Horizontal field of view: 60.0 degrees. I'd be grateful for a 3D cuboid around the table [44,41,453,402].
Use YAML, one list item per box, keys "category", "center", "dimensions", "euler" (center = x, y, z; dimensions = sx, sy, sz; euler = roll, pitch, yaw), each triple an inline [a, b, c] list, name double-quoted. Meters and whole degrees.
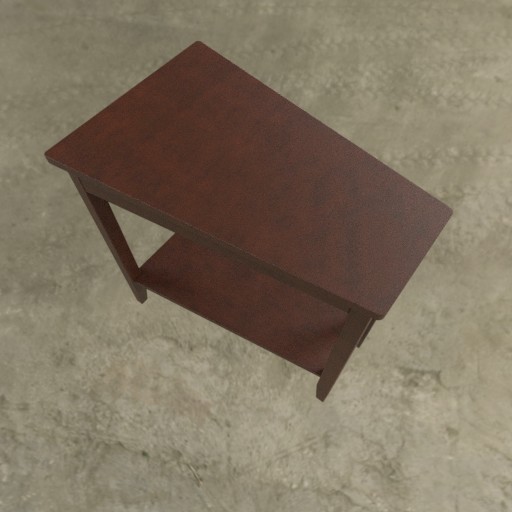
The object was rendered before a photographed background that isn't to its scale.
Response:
- category: "table"
  center: [0.000, 0.000, 0.988]
  dimensions: [0.605, 0.589, 0.399]
  euler: [33, 65, 18]
